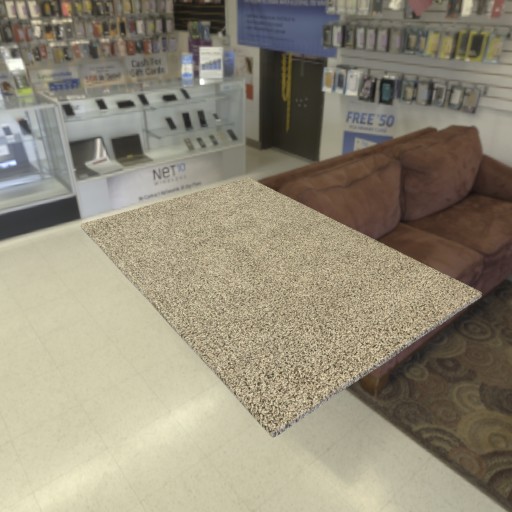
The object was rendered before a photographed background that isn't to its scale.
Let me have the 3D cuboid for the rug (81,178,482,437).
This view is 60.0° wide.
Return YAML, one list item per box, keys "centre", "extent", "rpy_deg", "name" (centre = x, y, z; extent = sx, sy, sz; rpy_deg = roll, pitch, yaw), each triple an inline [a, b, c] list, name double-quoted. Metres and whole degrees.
- centre: [0.000, 0.000, 2.284]
  extent: [1.219, 0.030, 1.778]
  rpy_deg: [-21, 37, -31]
  name: "rug"
